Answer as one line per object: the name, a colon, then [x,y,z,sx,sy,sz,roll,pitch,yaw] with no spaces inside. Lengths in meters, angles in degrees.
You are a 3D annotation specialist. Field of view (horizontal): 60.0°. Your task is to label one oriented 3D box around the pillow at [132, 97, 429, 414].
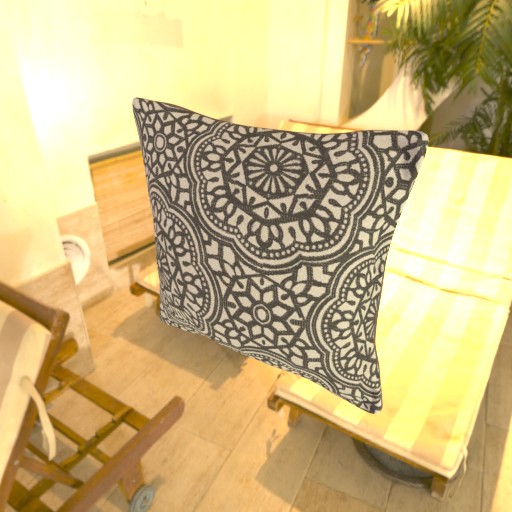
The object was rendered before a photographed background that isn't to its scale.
pillow: [0.000,0.000,0.659,0.436,0.417,0.148,17,33,28]
